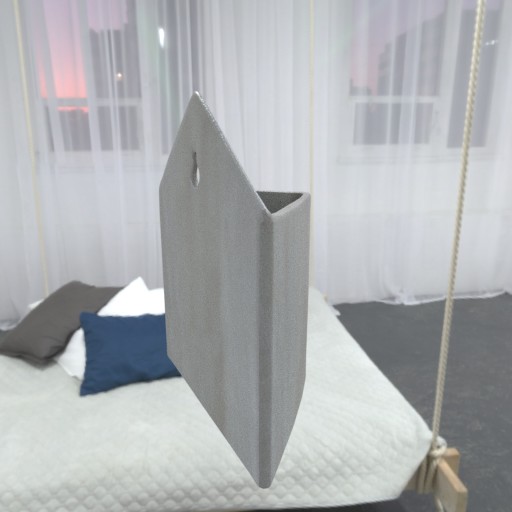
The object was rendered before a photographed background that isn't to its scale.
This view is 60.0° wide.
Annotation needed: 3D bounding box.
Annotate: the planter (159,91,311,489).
[{"bbox_3d":[0.000,0.000,0.282,0.080,0.194,0.163,-7,16,-26],"label":"planter"}]
